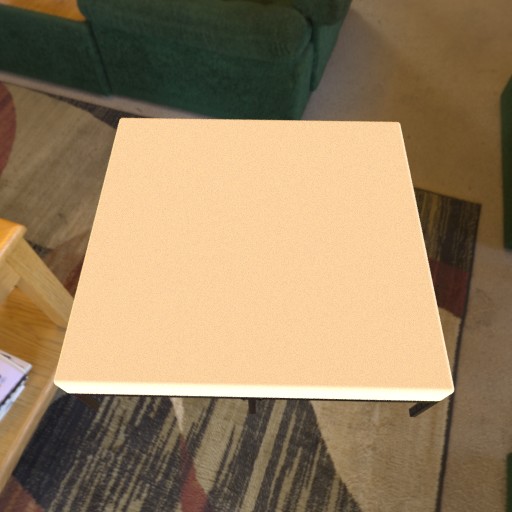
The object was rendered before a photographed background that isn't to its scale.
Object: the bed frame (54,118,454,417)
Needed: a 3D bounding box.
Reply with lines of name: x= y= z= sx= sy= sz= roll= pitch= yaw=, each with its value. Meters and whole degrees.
bed frame: x=0.000 y=0.000 z=3.036 sx=2.079 sy=0.659 sz=1.963 roll=1 pitch=59 yaw=1
